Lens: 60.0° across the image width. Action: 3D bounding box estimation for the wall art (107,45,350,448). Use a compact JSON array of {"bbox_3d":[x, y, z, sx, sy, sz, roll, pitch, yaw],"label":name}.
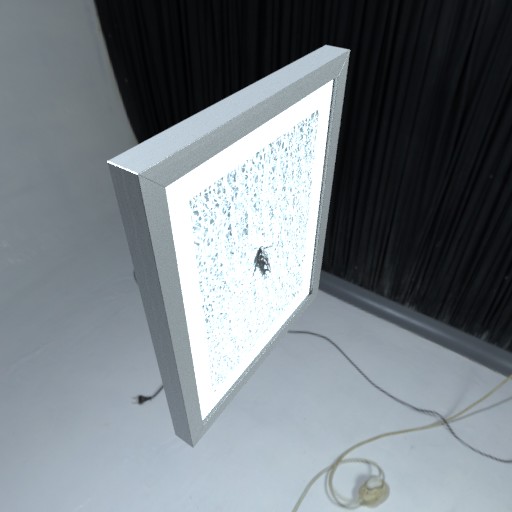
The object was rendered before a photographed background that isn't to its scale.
[{"bbox_3d":[0.000,0.000,0.510,0.030,0.379,0.308,25,47,25],"label":"wall art"}]
